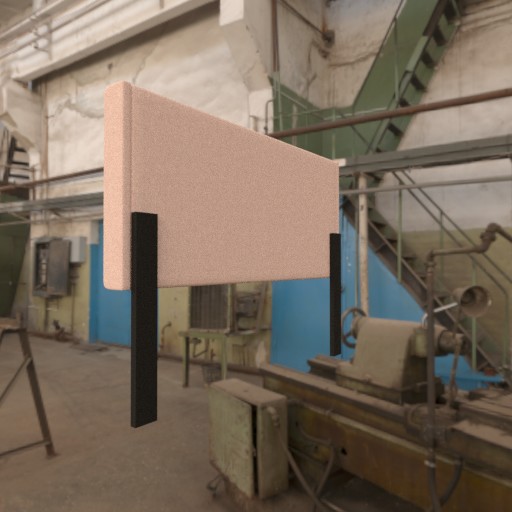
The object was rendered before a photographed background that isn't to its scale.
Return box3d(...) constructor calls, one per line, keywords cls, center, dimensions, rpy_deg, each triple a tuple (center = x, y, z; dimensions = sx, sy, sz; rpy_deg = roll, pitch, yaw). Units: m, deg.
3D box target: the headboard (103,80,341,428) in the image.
box3d(cls="headboard", center=(0.000, 0.000, 2.775), dimensions=(0.184, 1.524, 2.051), rpy_deg=(-1, -1, 38))
